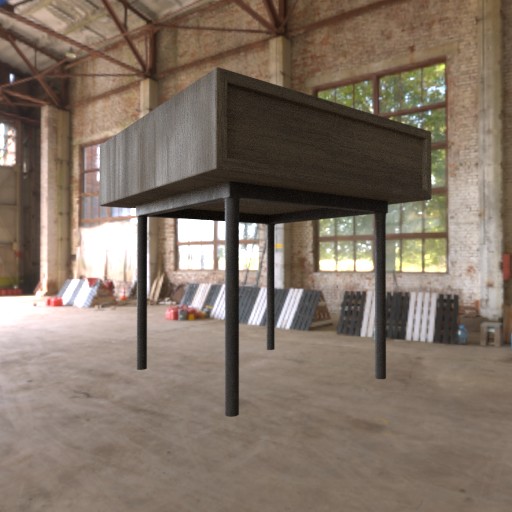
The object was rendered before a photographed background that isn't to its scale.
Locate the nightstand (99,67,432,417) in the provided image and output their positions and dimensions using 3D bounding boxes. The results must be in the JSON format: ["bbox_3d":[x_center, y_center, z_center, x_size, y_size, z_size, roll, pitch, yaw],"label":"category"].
[{"bbox_3d":[0.000,0.000,0.936,0.502,0.497,0.503,0,-1,-36],"label":"nightstand"}]
